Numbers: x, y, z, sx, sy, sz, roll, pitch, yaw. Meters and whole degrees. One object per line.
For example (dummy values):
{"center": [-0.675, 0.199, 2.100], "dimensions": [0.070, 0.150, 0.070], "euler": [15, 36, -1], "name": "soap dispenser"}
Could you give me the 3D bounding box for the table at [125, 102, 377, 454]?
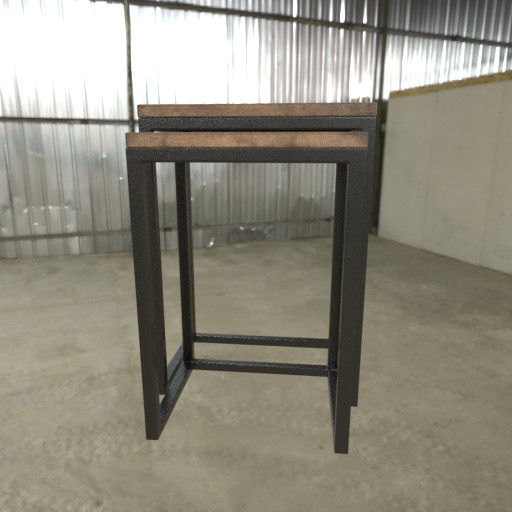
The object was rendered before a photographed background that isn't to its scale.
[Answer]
{"center": [0.000, 0.000, 0.958], "dimensions": [0.456, 0.615, 0.460], "euler": [2, 15, 8], "name": "table"}
